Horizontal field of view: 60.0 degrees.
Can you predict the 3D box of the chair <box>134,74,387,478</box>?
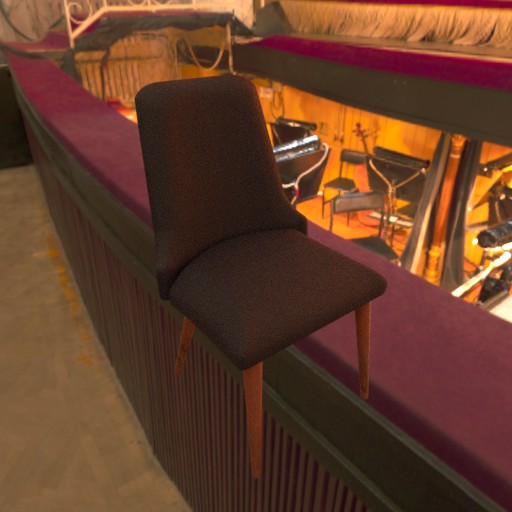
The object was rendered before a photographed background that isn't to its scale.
[{"bbox_3d":[0.000,0.000,1.166,0.504,0.820,0.567,-21,36,-32],"label":"chair"}]
